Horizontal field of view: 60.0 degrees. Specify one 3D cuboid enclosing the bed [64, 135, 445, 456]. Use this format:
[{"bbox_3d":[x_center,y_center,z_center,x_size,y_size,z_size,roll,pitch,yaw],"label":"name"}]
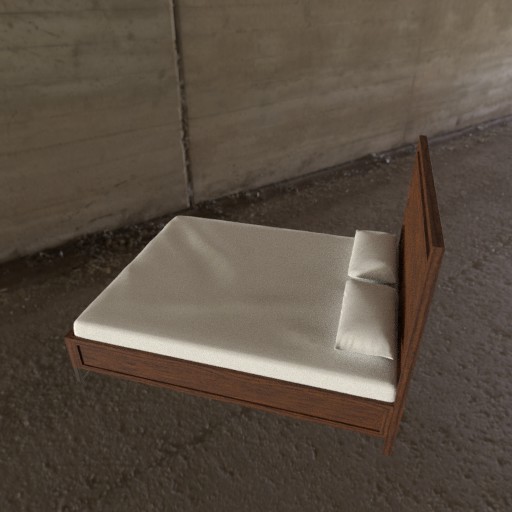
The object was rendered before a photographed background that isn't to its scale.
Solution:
[{"bbox_3d":[0.000,0.000,3.310,2.218,1.487,1.765,8,33,13],"label":"bed"}]
